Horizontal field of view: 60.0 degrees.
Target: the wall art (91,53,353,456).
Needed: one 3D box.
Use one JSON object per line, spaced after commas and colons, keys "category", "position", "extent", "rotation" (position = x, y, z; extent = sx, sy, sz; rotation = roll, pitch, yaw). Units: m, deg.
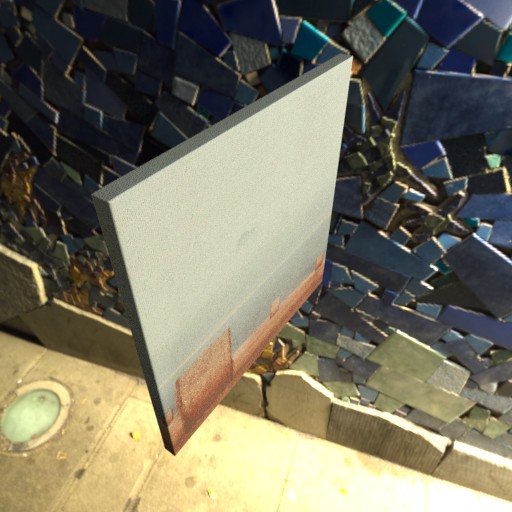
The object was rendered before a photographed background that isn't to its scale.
{"category": "wall art", "position": [0.000, 0.000, 0.872], "extent": [0.034, 0.605, 0.605], "rotation": [25, 47, 26]}
